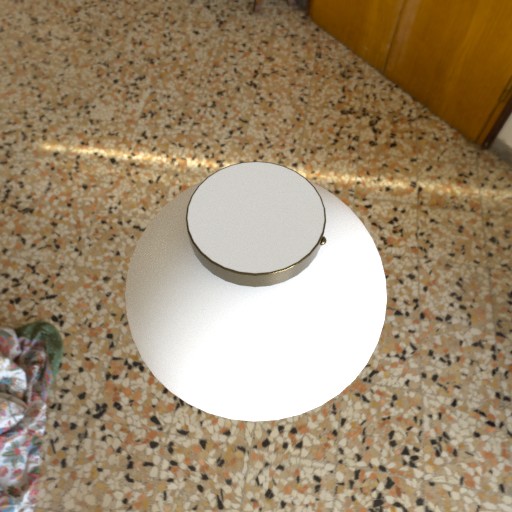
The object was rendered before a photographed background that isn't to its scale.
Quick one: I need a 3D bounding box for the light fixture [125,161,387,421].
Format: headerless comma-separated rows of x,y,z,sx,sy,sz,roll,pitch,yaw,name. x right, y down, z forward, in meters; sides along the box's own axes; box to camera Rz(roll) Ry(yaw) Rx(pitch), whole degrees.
0.000,0.000,0.545,0.355,0.177,0.355,0,59,0,light fixture
